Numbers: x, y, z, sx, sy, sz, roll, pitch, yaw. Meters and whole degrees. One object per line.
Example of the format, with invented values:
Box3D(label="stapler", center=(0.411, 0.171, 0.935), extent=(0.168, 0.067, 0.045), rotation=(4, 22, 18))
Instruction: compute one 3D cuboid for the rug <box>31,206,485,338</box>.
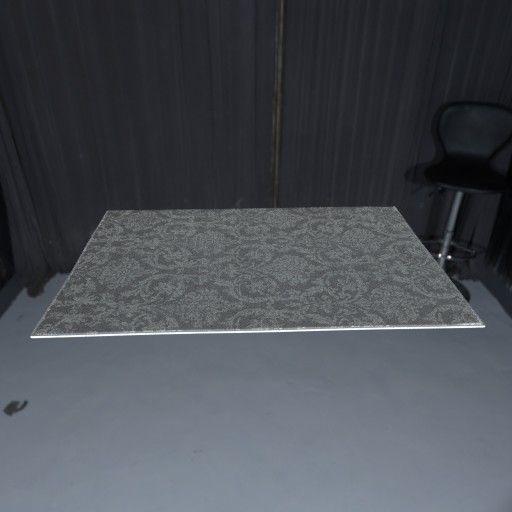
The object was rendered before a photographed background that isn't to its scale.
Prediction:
Box3D(label="rug", center=(0.000, 0.000, 3.457), extent=(2.746, 0.018, 1.819), rotation=(-1, 30, -2))
